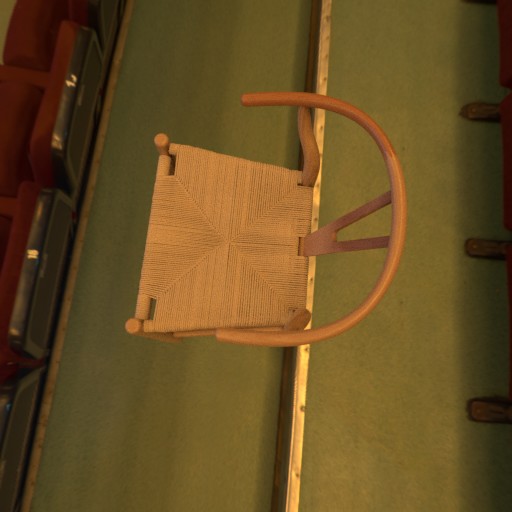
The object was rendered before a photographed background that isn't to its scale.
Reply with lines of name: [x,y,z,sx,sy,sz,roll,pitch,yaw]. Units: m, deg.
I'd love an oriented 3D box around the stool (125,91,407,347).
stool: [0.000,0.000,1.282,0.575,0.923,0.536,5,77,1]
